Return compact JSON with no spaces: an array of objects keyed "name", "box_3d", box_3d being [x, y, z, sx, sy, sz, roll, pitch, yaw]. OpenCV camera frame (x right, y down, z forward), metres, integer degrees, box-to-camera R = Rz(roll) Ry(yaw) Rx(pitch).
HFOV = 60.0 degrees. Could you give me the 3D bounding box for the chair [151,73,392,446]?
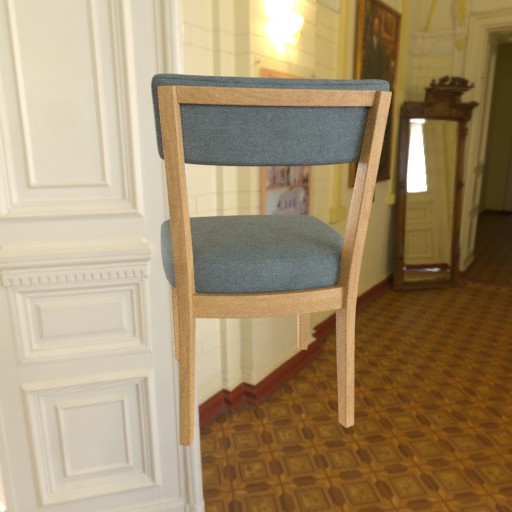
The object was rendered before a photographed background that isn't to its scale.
[{"name":"chair","box_3d":[0.000,0.000,1.182,0.508,0.832,0.572,-2,14,-10]}]
